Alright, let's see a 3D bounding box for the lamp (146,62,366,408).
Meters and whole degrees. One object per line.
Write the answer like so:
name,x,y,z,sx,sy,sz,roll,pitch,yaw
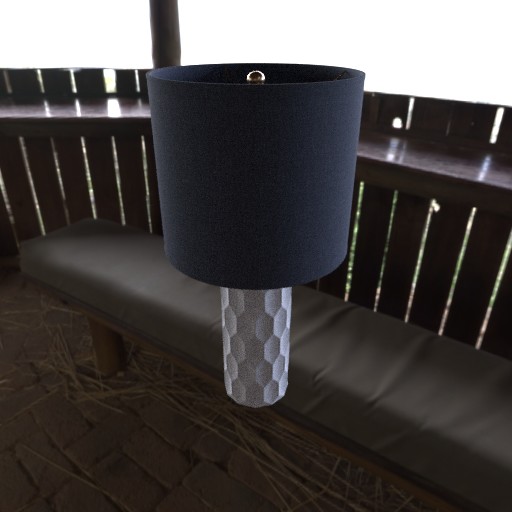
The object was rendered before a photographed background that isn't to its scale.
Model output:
lamp,0.000,0.000,0.694,0.277,0.537,0.277,8,29,15
